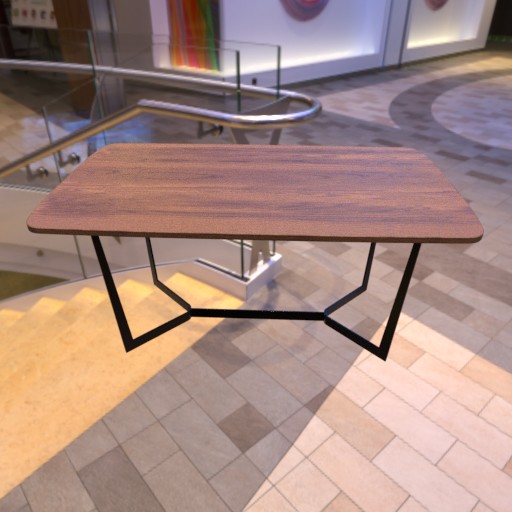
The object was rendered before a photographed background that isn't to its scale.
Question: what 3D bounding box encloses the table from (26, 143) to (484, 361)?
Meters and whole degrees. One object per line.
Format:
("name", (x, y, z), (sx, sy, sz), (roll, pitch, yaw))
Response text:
("table", (0.000, 0.000, 2.095), (1.643, 0.765, 0.949), (1, 32, 2))
